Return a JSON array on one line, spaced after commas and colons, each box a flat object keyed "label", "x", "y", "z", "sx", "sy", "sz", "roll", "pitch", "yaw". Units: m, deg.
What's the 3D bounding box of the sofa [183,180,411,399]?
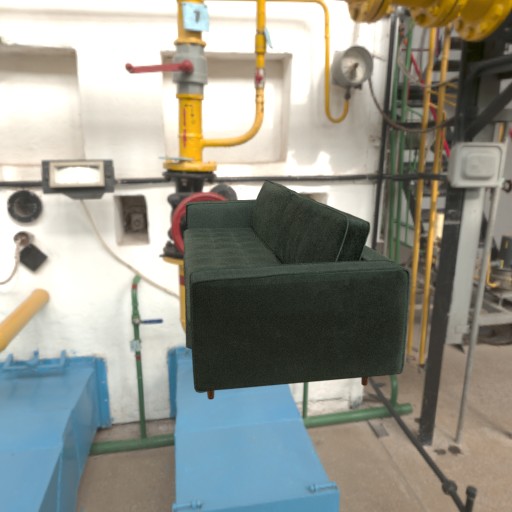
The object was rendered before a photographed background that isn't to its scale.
[{"label": "sofa", "x": 0.000, "y": 0.000, "z": 2.729, "sx": 0.886, "sy": 0.781, "sz": 2.214, "roll": -2, "pitch": 15, "yaw": -9}]
